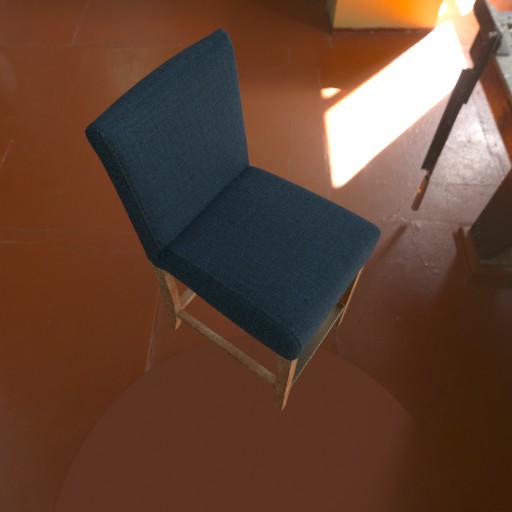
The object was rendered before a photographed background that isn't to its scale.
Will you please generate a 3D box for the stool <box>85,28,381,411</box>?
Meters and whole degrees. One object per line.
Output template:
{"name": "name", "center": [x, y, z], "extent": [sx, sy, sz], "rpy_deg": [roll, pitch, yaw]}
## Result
{"name": "stool", "center": [0.000, 0.000, 1.318], "extent": [0.567, 1.039, 0.454], "rpy_deg": [32, 63, 18]}
